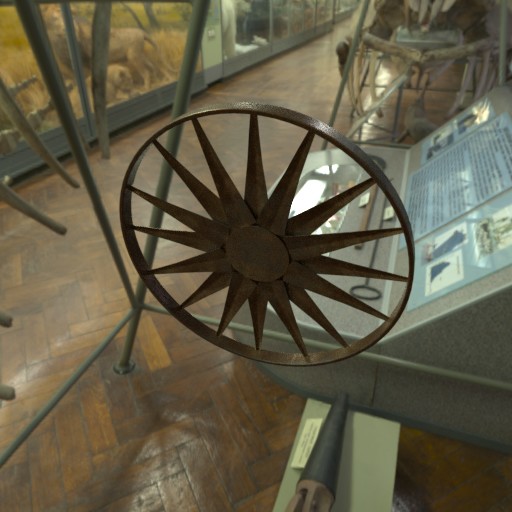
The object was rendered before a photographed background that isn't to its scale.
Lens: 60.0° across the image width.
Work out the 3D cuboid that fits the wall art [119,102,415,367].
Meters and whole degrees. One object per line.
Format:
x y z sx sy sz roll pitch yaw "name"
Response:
0.000 0.000 0.862 0.582 0.583 0.084 10 33 16 "wall art"
